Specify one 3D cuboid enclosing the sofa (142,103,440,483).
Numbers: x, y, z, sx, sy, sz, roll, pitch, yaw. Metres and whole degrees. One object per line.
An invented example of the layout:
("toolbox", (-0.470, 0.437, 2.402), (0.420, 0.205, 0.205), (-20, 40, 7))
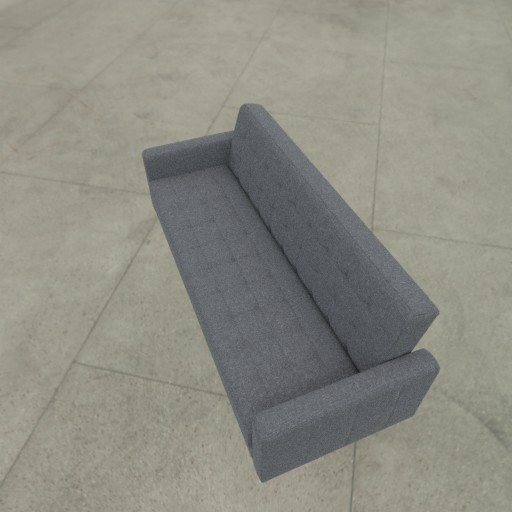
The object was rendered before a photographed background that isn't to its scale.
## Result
("sofa", (0.000, 0.000, 2.436), (0.810, 0.850, 2.040), (-16, 48, -15))
